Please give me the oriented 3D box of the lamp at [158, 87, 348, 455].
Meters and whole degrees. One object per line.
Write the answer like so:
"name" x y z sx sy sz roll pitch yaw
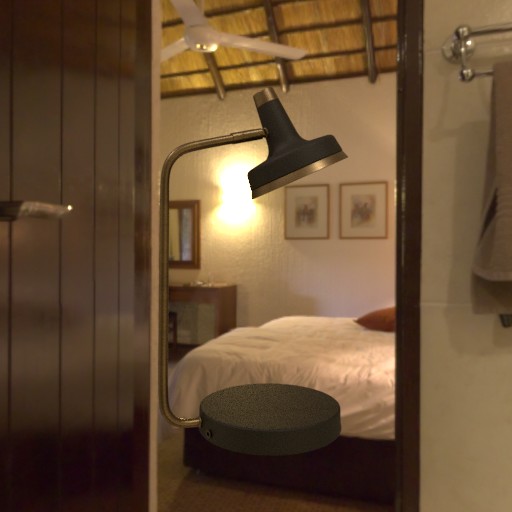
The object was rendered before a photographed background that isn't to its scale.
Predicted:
"lamp" 0.000 0.000 0.502 0.218 0.385 0.162 0 0 -19
